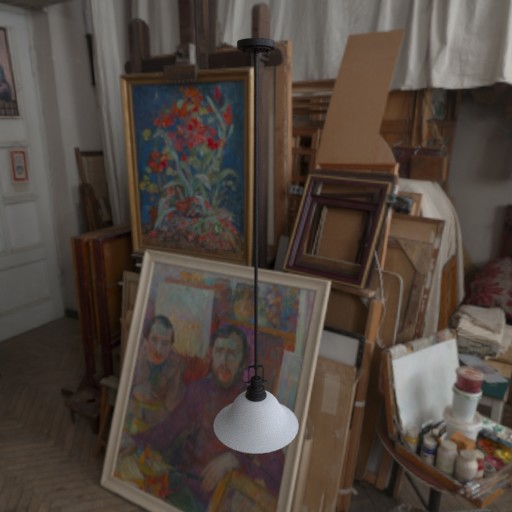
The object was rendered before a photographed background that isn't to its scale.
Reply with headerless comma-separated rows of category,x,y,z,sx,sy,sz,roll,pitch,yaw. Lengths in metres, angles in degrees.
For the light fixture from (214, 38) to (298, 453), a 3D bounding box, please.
light fixture,0.000,0.000,1.513,0.324,1.337,0.324,-2,16,-7
